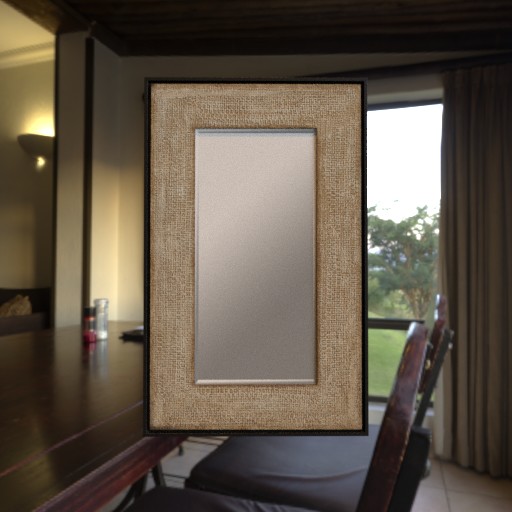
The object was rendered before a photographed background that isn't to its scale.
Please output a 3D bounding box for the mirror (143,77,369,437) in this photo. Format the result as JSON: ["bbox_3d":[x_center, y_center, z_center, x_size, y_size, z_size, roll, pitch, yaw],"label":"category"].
[{"bbox_3d":[0.000,0.000,1.524,0.762,1.219,0.038,0,-1,0],"label":"mirror"}]
